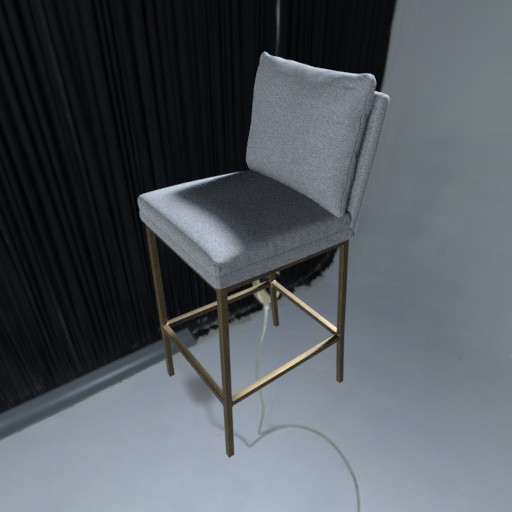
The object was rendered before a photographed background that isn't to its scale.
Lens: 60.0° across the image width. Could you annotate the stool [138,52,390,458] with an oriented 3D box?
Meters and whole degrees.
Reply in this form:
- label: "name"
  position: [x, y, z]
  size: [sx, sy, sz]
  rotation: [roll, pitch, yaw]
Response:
- label: "stool"
  position: [0.000, 0.000, 1.424]
  size: [0.569, 1.130, 0.463]
  rotation: [-21, 38, -30]
